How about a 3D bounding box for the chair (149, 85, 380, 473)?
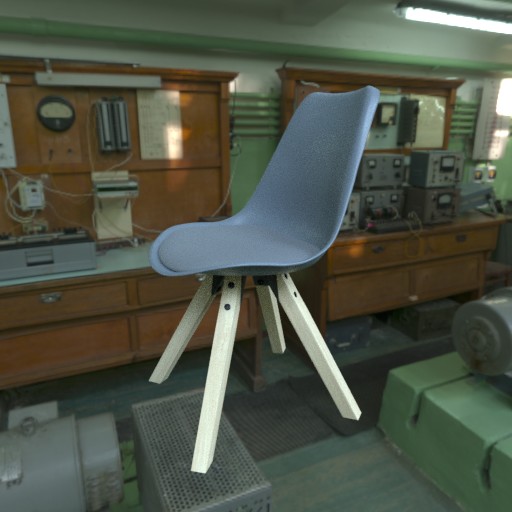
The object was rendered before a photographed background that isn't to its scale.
[{"bbox_3d":[0.000,0.000,1.178,0.550,0.850,0.485,-8,18,-25],"label":"chair"}]
